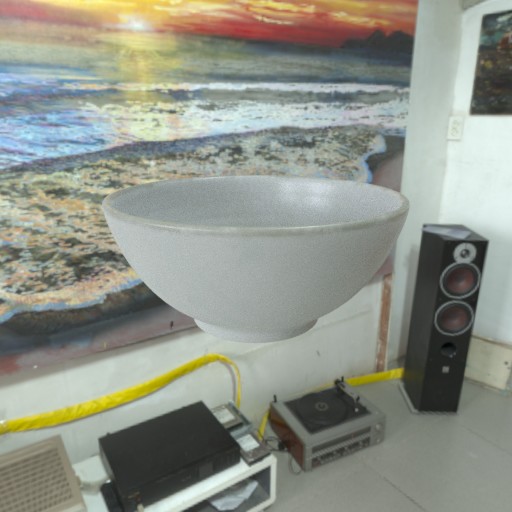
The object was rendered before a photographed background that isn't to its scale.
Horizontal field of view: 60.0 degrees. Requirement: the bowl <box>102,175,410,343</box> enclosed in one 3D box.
[{"bbox_3d":[0.000,0.000,0.423,0.268,0.121,0.268,0,17,0],"label":"bowl"}]
